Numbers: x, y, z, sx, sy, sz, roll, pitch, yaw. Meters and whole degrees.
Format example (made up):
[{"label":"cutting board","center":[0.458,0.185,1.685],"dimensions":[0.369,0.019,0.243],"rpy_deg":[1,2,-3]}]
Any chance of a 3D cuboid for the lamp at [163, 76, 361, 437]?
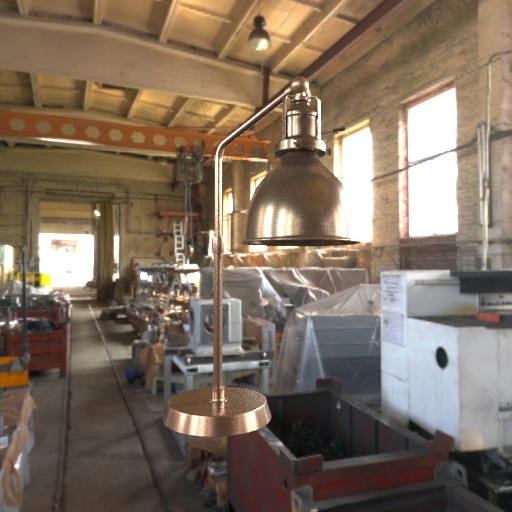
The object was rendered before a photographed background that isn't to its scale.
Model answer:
[{"label":"lamp","center":[0.000,0.000,0.600],"dimensions":[0.286,0.456,0.153],"rpy_deg":[-1,-2,34]}]
